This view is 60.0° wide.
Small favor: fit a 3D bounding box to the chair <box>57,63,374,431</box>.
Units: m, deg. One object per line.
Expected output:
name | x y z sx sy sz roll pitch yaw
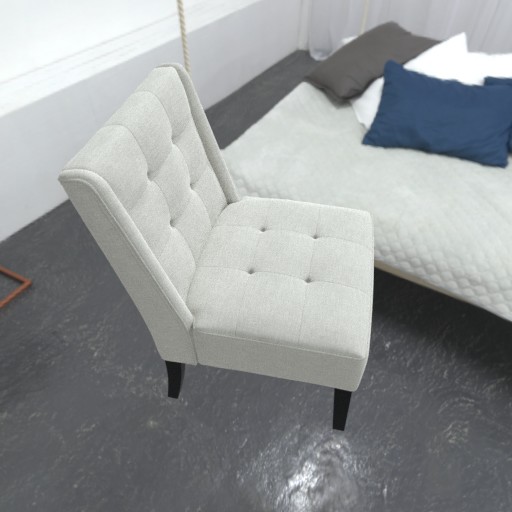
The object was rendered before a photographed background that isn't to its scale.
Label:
chair | 0.000 0.000 1.273 0.676 0.853 0.569 8 46 8
